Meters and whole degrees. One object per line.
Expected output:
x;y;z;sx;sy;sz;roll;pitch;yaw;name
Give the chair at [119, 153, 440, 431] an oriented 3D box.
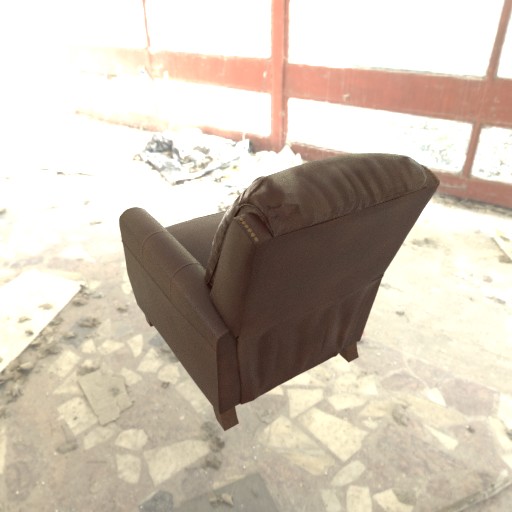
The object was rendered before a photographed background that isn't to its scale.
0.000;0.000;1.829;0.826;1.022;1.089;-19;35;-29;chair
